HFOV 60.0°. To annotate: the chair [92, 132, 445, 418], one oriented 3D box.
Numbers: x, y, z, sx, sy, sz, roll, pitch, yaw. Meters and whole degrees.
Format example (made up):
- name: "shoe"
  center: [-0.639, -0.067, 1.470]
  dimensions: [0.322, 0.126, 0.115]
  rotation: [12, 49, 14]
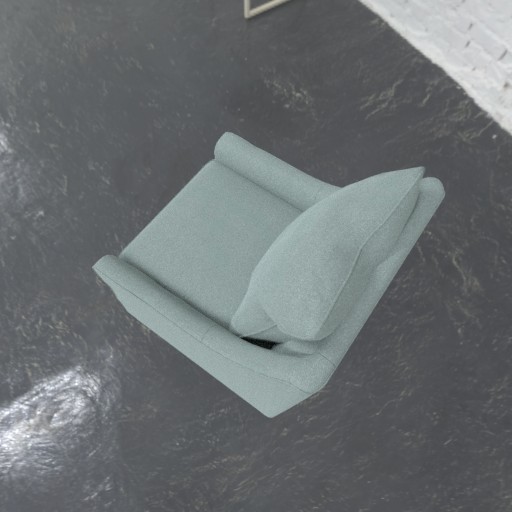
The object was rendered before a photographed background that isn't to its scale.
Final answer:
- name: "chair"
  center: [0.000, 0.000, 1.586]
  dimensions: [0.870, 0.926, 0.760]
  rotation: [33, 67, 15]
